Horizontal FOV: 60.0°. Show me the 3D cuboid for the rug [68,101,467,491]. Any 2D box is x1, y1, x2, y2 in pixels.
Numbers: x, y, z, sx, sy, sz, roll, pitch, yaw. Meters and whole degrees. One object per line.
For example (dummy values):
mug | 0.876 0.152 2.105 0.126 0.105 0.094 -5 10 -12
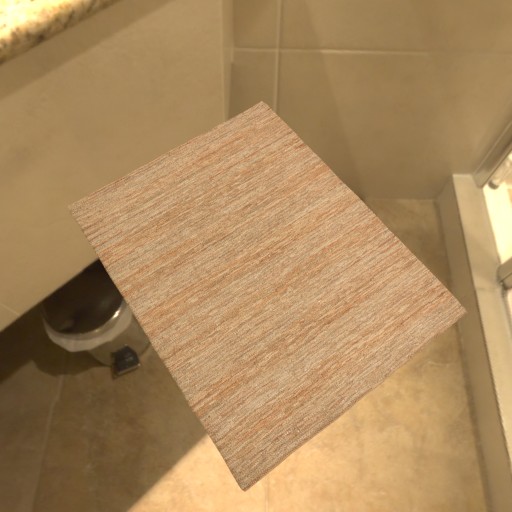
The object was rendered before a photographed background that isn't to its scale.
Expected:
rug | 0.000 0.000 3.942 2.313 0.009 2.939 -33 68 -15
